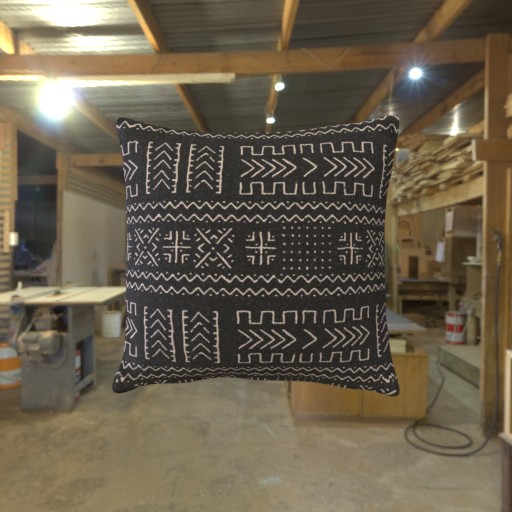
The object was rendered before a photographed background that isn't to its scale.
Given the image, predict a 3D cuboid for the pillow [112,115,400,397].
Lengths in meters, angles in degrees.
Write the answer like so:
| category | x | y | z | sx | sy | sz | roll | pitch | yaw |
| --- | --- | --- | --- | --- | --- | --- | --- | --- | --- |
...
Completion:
| category | x | y | z | sx | sy | sz | roll | pitch | yaw |
| --- | --- | --- | --- | --- | --- | --- | --- | --- | --- |
| pillow | 0.000 | 0.000 | 0.677 | 0.438 | 0.430 | 0.164 | 0 | 1 | 0 |
